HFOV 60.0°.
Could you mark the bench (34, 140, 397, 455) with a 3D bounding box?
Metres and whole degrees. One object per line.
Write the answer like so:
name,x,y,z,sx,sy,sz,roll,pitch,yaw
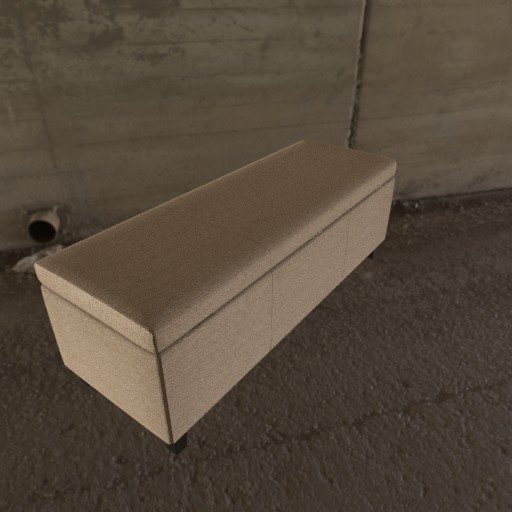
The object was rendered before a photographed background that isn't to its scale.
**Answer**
bench,0.000,0.000,1.499,0.446,0.438,1.269,22,38,31
